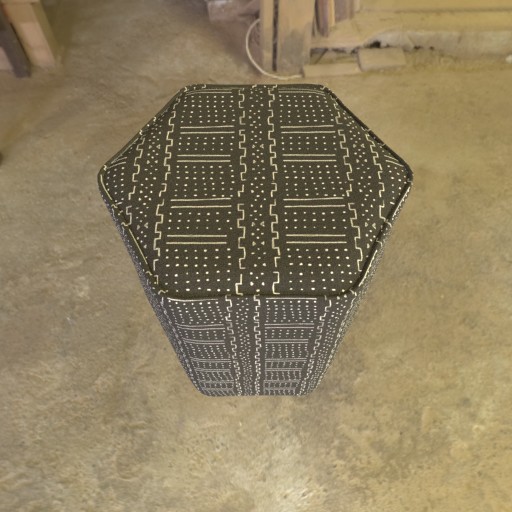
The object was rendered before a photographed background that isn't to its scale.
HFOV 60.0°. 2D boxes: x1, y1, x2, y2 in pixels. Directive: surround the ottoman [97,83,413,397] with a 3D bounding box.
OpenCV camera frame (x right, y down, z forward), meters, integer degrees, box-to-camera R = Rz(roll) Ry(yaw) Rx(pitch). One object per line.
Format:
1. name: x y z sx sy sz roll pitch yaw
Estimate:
1. ottoman: 0.000 0.000 0.884 0.494 0.502 0.443 -1 58 0
